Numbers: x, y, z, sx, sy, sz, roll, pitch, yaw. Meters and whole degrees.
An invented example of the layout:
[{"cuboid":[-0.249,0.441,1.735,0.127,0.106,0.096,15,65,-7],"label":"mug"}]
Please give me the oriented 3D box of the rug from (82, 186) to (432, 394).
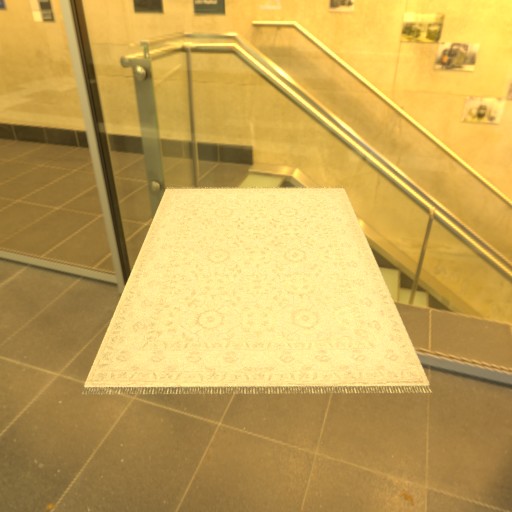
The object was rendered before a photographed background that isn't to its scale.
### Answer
[{"cuboid":[0.000,0.000,2.853,1.514,0.011,2.233,0,32,0],"label":"rug"}]
